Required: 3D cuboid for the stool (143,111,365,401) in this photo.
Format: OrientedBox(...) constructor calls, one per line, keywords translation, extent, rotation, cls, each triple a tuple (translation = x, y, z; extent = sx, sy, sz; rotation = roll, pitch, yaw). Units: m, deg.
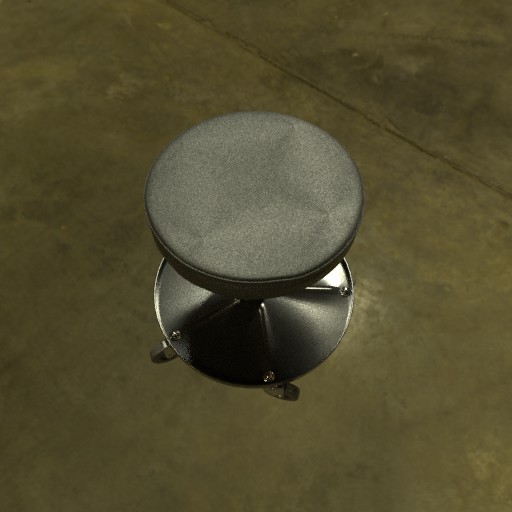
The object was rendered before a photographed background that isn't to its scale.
OrientedBox(translation=(0.000, 0.000, 0.702), extent=(0.381, 0.365, 0.382), rotation=(-2, 60, -1), cls="stool")
